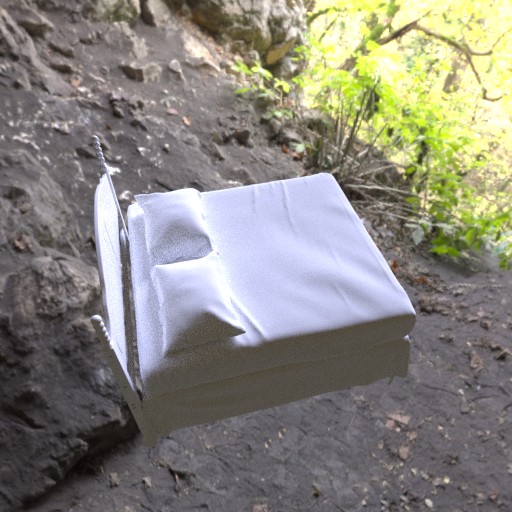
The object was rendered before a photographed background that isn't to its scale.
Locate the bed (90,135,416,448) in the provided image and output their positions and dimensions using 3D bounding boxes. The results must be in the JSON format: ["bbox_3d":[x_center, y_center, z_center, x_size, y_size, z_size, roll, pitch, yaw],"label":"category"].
[{"bbox_3d":[0.000,0.000,3.273,2.040,1.356,1.873,-11,48,-10],"label":"bed"}]
